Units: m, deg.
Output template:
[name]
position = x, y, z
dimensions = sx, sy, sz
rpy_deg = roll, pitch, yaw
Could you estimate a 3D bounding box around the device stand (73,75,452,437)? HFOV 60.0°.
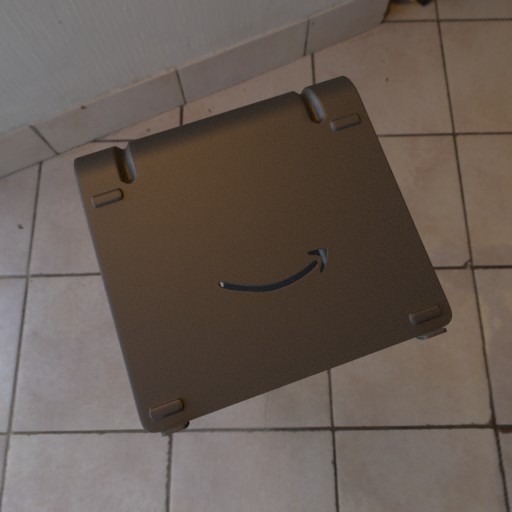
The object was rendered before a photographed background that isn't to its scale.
[device stand]
position = 0.000, 0.000, 0.409
dimensions = 0.256, 0.155, 0.236
rpy_deg = -19, 76, -5
